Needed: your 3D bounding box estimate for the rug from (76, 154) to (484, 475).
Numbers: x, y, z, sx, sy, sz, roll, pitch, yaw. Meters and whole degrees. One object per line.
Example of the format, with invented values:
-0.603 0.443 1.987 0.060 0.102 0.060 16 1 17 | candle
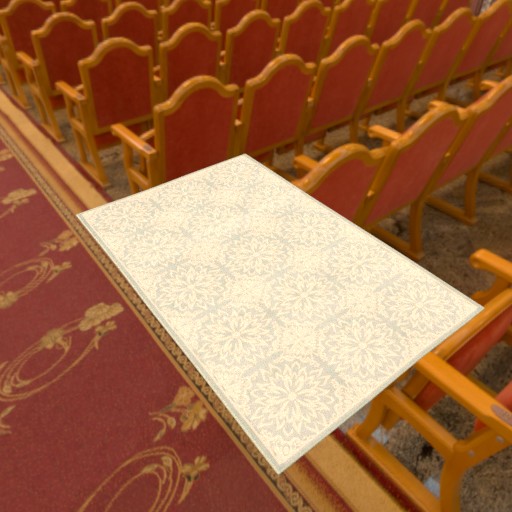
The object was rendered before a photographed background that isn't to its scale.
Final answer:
0.000 0.000 2.290 1.219 0.012 1.840 -27 47 -27 | rug
